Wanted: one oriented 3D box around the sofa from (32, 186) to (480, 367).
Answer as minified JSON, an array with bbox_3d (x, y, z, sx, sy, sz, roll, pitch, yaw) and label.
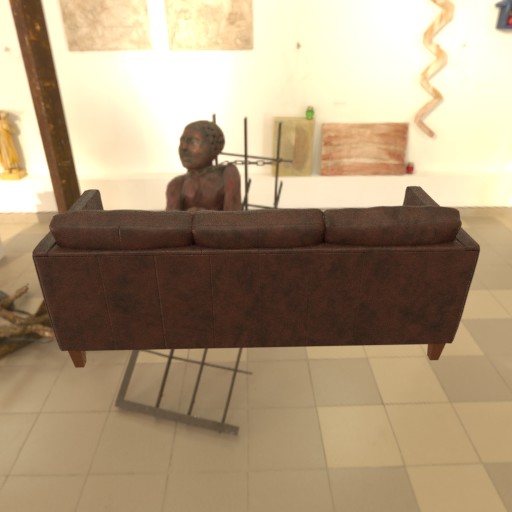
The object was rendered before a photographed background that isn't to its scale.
[{"bbox_3d":[0.000,0.000,2.988,2.464,1.006,1.045,-1,29,-1],"label":"sofa"}]
